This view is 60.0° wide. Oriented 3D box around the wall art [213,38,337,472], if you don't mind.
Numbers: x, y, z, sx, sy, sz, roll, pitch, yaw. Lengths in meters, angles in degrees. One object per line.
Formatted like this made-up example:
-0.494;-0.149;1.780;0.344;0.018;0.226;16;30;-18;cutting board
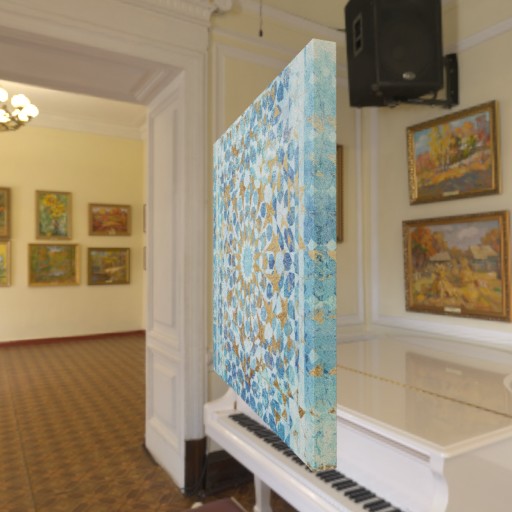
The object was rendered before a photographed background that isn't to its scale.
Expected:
0.000;0.000;0.915;0.040;0.609;0.609;0;0;-18;wall art
